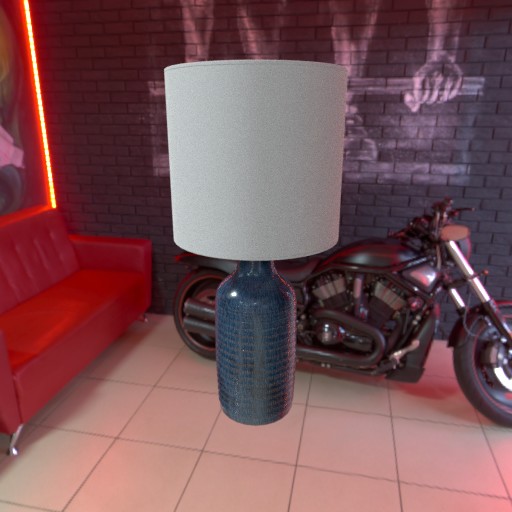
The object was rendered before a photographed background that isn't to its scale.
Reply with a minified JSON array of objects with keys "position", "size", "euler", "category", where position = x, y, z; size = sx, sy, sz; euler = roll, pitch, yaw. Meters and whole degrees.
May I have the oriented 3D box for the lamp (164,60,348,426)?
[{"position":[0.000,0.000,0.613],"size":[0.220,0.475,0.220],"euler":[16,24,42],"category":"lamp"}]
